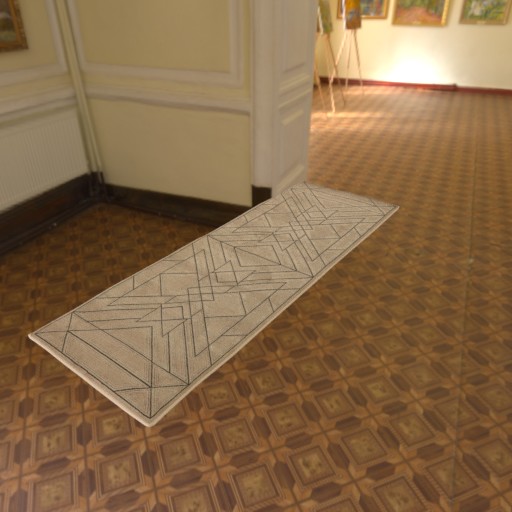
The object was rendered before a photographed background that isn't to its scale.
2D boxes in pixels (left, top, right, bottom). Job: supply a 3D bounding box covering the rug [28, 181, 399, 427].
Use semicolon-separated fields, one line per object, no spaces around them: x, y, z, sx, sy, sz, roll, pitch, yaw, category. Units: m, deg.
0.000;0.000;2.623;0.831;0.036;2.381;21;37;31;rug
